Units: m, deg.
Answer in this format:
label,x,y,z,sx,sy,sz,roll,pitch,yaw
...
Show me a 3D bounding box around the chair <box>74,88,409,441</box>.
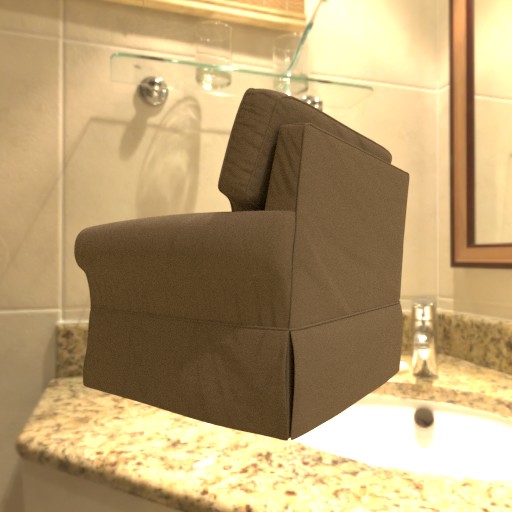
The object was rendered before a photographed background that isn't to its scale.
label,x,y,z,sx,sy,sz,roll,pitch,yaw
chair,0.000,0.000,1.837,0.988,1.017,1.135,0,0,36
